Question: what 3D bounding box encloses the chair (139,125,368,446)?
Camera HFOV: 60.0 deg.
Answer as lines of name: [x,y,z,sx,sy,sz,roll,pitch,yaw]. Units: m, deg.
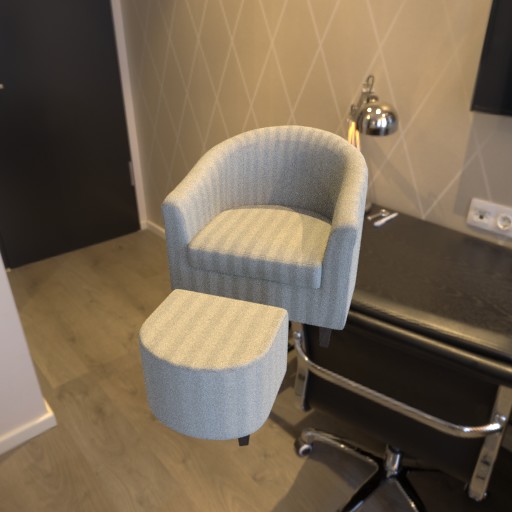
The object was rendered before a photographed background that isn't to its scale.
chair: [0.000,0.000,1.727,0.756,0.757,1.288,9,29,16]
